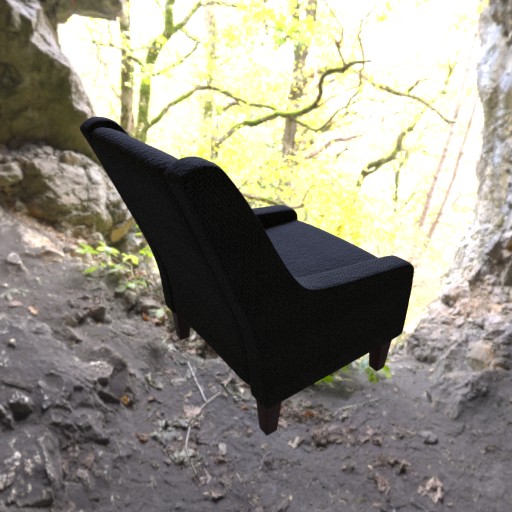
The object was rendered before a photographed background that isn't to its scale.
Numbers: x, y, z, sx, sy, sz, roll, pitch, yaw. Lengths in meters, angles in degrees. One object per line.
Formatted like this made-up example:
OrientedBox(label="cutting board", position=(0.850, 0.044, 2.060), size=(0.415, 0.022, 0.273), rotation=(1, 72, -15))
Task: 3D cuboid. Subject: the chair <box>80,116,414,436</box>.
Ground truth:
OrientedBox(label="chair", position=(0.000, 0.000, 1.693), size=(0.944, 1.012, 0.793), rotation=(-18, 32, -31))
